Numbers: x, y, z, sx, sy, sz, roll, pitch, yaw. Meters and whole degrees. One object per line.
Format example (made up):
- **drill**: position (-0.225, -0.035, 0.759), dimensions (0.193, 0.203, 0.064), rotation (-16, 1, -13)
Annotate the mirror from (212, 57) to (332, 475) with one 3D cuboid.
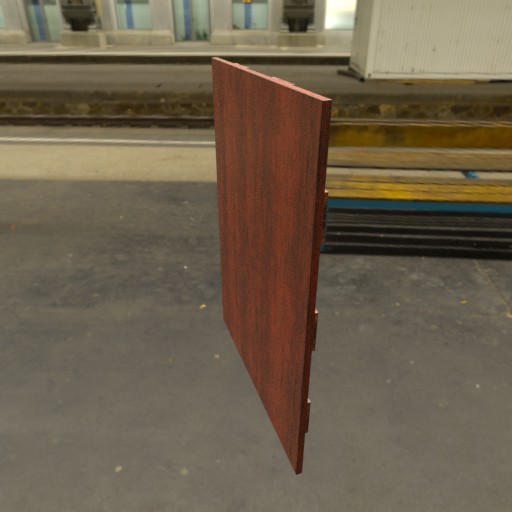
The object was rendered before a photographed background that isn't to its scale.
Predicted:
- **mirror**: position (0.000, 0.000, 1.045), dimensions (0.021, 0.805, 0.600), rotation (-10, 31, -17)
